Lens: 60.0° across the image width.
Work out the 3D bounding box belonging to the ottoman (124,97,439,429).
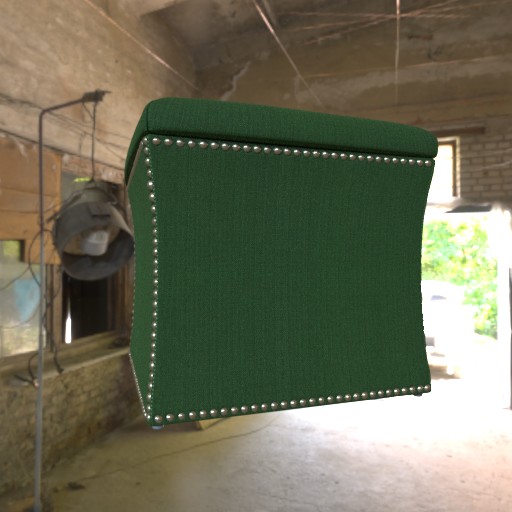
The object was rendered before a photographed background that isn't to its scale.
[{"bbox_3d":[0.000,0.000,0.885,0.497,0.475,0.507,0,0,-19],"label":"ottoman"}]
